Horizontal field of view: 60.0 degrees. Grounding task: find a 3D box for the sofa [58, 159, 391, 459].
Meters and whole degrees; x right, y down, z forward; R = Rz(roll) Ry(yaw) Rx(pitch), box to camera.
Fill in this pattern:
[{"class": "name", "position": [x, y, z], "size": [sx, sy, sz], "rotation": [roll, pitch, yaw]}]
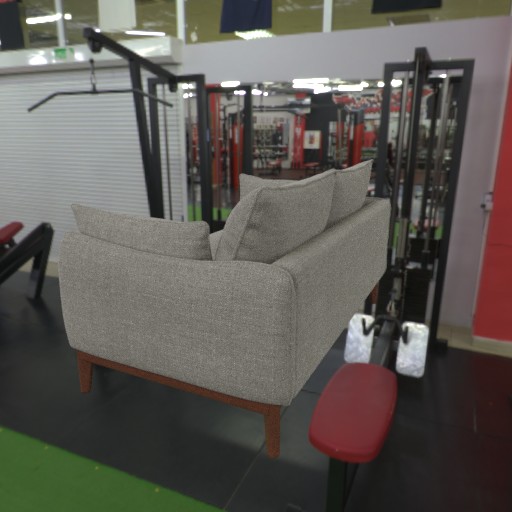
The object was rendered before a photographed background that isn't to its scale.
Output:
[{"class": "sofa", "position": [0.000, 0.000, 2.105], "size": [0.972, 0.851, 1.580], "rotation": [8, 17, 25]}]
